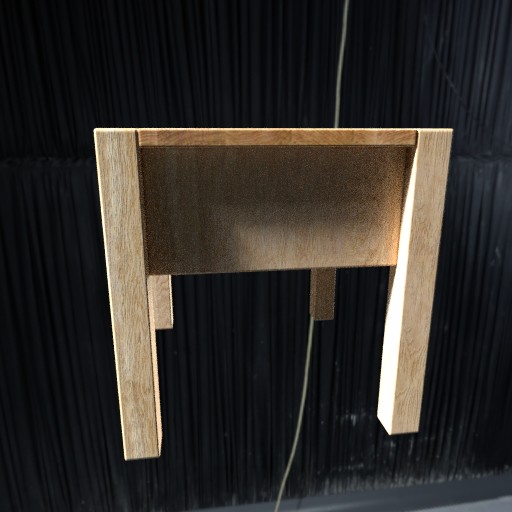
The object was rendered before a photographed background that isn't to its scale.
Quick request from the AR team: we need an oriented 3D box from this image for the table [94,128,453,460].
[{"bbox_3d":[0.000,0.000,0.821,0.440,0.450,0.480,-2,16,-8],"label":"table"}]
